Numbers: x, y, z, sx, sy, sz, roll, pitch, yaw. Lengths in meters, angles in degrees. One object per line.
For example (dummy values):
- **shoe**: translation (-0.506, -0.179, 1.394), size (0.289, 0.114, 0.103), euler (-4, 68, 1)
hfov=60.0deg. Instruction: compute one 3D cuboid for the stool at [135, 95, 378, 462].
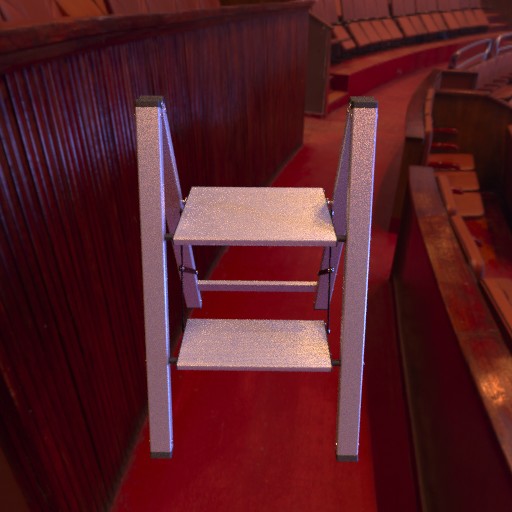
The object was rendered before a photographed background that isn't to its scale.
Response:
- **stool**: translation (0.000, 0.000, 0.978), size (0.440, 0.670, 0.535), euler (1, 31, 1)
